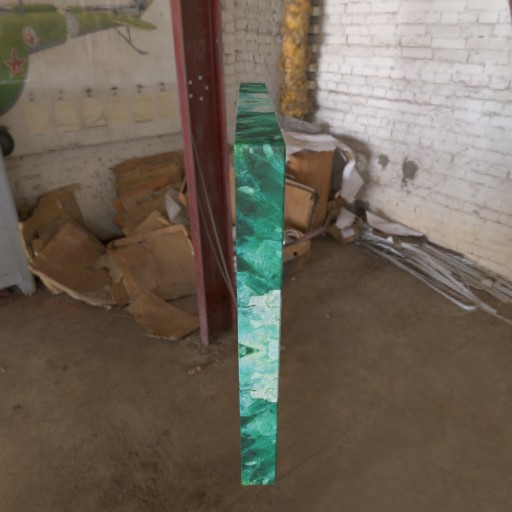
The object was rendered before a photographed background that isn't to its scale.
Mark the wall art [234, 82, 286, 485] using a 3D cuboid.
[{"bbox_3d":[0.000,0.000,0.473,0.033,0.313,0.313,-1,28,-1],"label":"wall art"}]
